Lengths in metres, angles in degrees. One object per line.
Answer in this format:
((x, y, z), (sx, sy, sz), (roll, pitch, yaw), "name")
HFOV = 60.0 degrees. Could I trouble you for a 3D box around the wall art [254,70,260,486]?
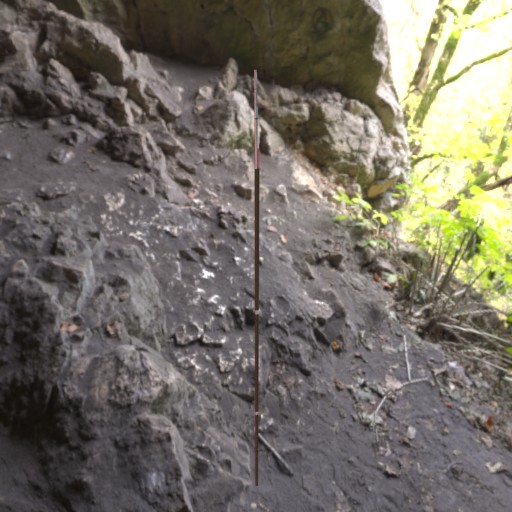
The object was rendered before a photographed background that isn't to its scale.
((0.000, 0.000, 2.257), (0.013, 1.519, 1.521), (0, 32, 0), "wall art")
